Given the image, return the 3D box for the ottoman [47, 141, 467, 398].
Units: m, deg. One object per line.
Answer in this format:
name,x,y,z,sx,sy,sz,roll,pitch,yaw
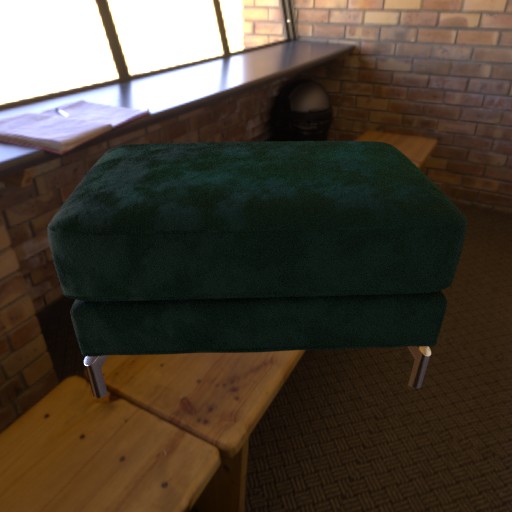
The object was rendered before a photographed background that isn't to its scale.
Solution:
ottoman,0.000,0.000,1.231,0.886,0.533,0.536,-1,32,-2
